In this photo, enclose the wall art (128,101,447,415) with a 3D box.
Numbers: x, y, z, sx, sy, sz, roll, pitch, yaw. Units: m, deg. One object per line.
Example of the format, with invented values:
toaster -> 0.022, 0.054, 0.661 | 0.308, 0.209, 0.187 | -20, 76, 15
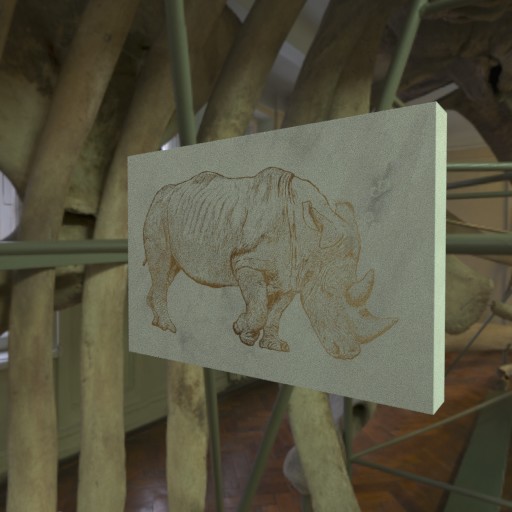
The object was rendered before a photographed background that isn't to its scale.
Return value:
wall art -> 0.000, 0.000, 0.484 | 0.381, 0.254, 0.038 | 1, 2, 35
